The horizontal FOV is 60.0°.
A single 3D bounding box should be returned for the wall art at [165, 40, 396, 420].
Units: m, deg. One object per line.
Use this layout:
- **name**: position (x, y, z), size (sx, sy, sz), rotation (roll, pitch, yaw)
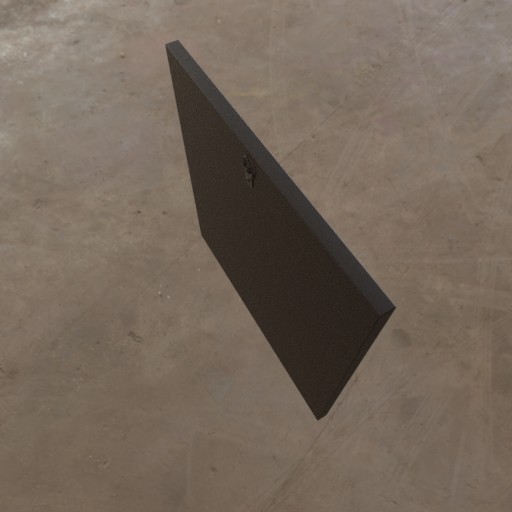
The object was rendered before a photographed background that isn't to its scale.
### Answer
- **wall art**: position (0.000, 0.000, 1.214), size (0.043, 0.807, 0.805), rotation (-27, 62, -15)
